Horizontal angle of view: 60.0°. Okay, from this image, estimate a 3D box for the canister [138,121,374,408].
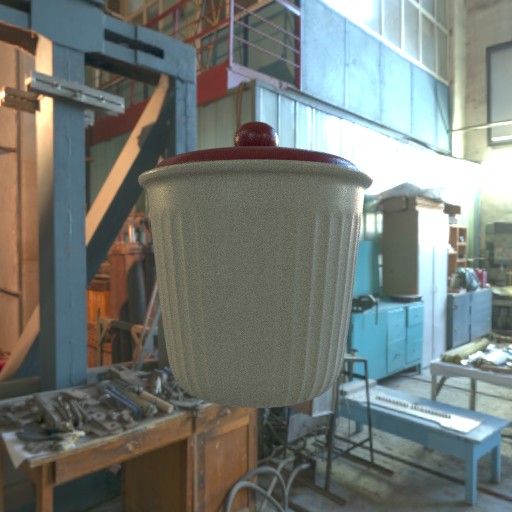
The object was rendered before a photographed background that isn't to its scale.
[{"bbox_3d":[0.000,0.000,0.354,0.181,0.211,0.181,0,1,0],"label":"canister"}]
